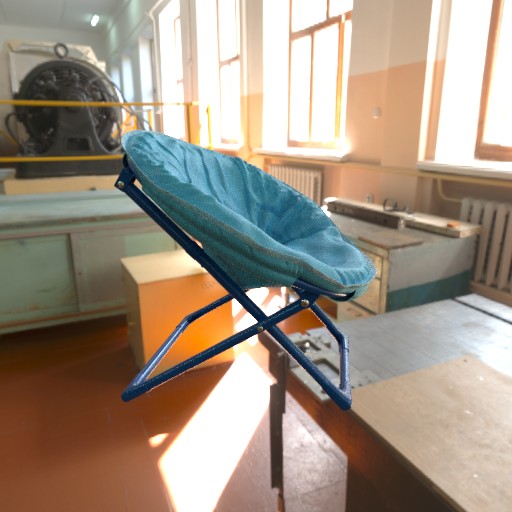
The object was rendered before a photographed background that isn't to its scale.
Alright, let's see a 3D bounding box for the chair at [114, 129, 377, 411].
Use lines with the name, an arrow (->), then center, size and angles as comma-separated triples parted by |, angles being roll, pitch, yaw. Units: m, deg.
chair -> 0.000, 0.000, 0.872 | 0.465, 0.478, 0.520 | 3, 16, 10
